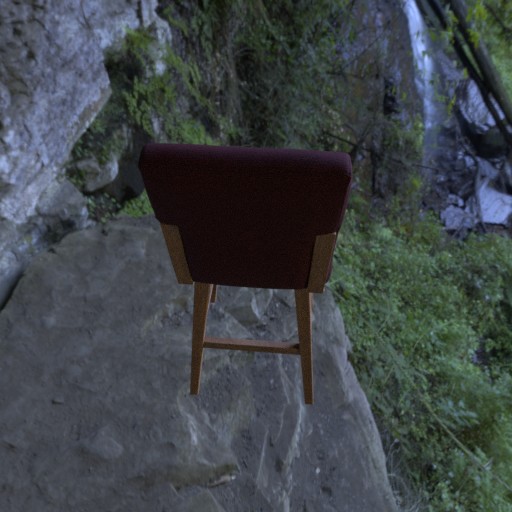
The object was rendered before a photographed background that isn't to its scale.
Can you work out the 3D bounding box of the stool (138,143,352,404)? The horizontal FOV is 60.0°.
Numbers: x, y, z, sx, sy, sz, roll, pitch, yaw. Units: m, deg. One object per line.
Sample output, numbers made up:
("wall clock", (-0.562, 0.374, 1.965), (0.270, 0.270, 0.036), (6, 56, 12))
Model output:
("stool", (0.000, 0.000, 1.387), (0.468, 1.093, 0.562), (4, 47, 3))
